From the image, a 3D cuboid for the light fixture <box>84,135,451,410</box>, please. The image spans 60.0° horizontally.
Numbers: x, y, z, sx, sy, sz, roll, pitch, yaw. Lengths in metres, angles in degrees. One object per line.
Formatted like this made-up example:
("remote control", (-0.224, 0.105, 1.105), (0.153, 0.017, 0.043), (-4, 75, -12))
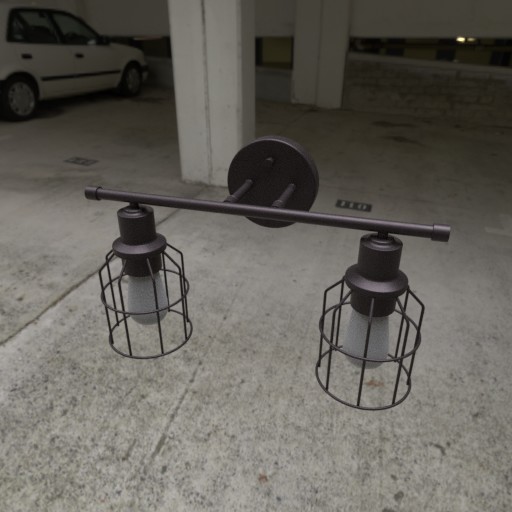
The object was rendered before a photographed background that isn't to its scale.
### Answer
("light fixture", (0.000, 0.000, 0.535), (0.406, 0.254, 0.165), (8, 28, 15))
